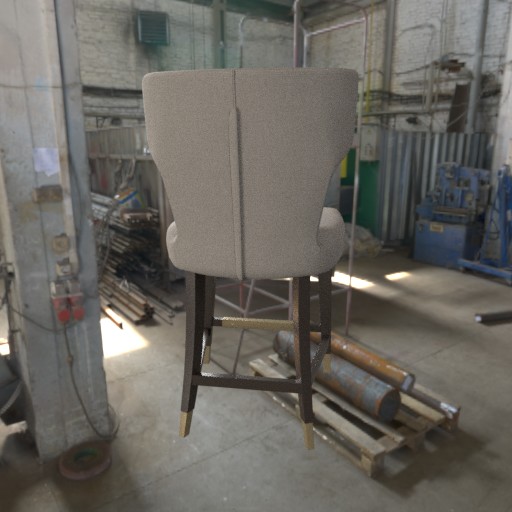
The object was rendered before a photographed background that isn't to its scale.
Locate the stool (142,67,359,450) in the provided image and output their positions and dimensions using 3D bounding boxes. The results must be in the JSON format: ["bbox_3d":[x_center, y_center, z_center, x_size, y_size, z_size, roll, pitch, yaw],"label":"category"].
[{"bbox_3d":[0.000,0.000,1.324,0.527,0.982,0.563,2,14,8],"label":"stool"}]
